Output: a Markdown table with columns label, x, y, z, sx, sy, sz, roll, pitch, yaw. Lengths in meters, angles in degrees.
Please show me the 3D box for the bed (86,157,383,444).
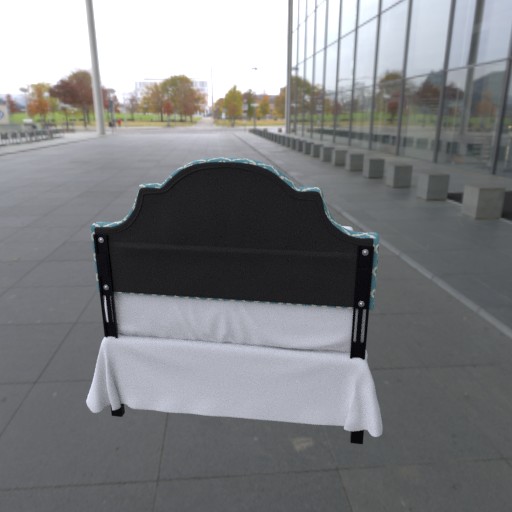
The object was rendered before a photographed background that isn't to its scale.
| label | x | y | z | sx | sy | sz | roll | pitch | yaw |
| --- | --- | --- | --- | --- | --- | --- | --- | --- | --- |
| bed | 0.000 | 0.000 | 3.397 | 1.780 | 1.633 | 2.222 | 3 | 18 | 9 |
